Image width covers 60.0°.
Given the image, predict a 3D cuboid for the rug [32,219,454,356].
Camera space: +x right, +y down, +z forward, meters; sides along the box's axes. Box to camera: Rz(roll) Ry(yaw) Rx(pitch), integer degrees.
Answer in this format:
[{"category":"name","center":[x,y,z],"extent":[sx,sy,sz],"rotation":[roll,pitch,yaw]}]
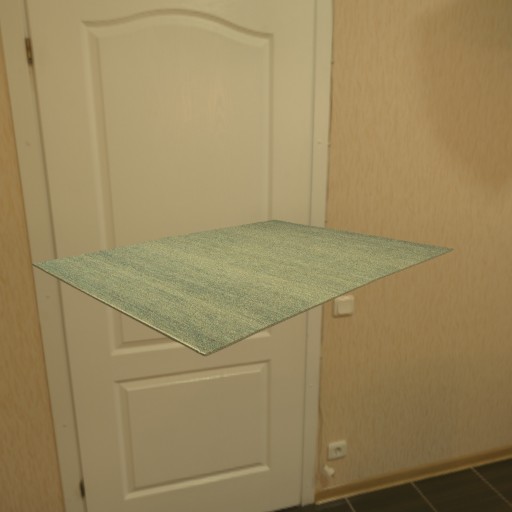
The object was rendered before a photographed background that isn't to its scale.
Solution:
[{"category":"rug","center":[0.000,0.000,4.231],"extent":[2.461,0.046,3.237],"rotation":[14,20,43]}]
